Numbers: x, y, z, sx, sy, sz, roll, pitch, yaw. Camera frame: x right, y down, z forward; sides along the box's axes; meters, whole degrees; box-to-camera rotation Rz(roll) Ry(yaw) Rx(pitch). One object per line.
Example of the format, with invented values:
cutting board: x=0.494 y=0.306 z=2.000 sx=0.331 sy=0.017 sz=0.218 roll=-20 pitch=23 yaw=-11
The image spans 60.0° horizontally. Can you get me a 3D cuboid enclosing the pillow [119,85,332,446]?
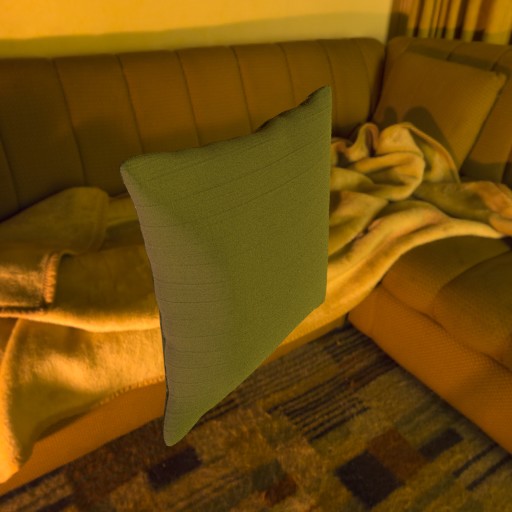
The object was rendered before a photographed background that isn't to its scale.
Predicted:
pillow: x=0.000 y=0.000 z=0.729 sx=0.175 sy=0.464 sz=0.470 roll=21 pitch=37 yaw=30
